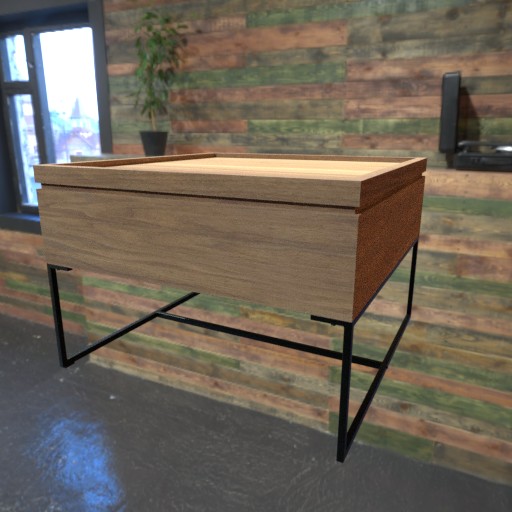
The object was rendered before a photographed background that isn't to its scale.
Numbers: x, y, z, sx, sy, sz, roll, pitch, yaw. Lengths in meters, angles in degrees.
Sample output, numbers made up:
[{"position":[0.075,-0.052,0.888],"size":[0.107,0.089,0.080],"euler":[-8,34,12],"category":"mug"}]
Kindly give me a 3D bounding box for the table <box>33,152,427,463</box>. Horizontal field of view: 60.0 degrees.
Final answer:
[{"position":[0.000,0.000,1.104],"size":[0.679,0.464,0.676],"euler":[8,17,27],"category":"table"}]
